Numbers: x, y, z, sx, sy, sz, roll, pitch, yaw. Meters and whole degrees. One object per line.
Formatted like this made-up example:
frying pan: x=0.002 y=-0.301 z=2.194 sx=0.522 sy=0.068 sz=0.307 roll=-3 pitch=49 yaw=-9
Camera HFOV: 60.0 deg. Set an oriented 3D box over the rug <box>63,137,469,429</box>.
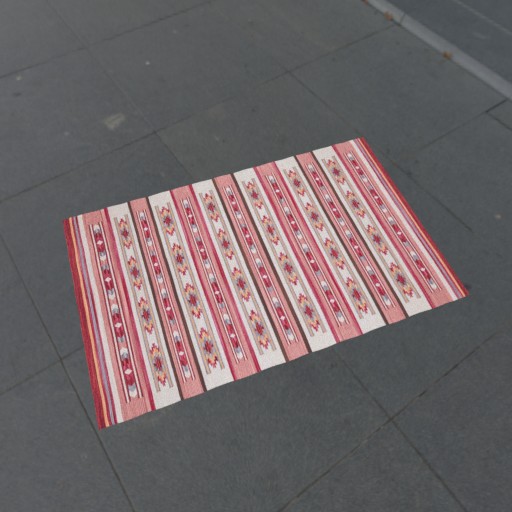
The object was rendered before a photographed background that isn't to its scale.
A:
rug: x=0.000 y=0.000 z=3.063 sx=2.431 sy=0.010 sz=1.535 roll=-17 pitch=61 yaw=-10
